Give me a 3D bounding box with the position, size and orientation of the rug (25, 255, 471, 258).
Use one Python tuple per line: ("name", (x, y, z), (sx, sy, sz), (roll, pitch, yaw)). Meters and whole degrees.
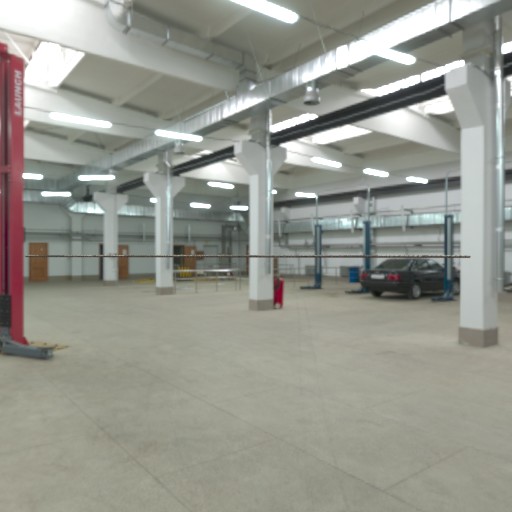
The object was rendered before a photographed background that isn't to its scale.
("rug", (0.000, 0.000, 3.024), (2.435, 0.011, 1.517), (0, 0, 17))
